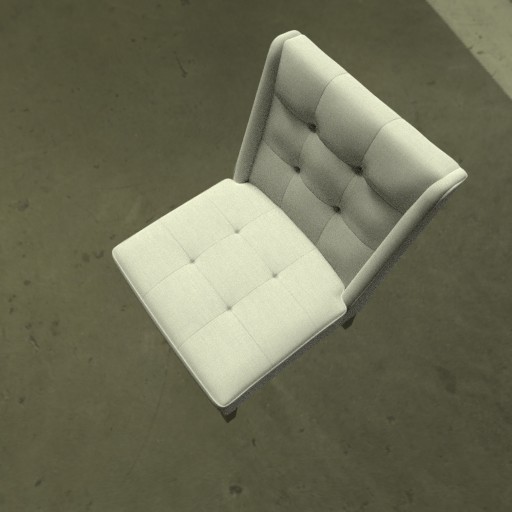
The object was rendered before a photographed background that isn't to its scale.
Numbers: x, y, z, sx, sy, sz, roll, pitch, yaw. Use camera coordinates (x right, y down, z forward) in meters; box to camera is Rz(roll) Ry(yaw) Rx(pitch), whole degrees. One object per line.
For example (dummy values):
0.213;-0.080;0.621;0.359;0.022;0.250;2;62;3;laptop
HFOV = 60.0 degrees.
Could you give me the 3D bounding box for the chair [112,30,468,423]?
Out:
0.000;0.000;1.270;0.676;0.853;0.569;-35;69;-15;chair
